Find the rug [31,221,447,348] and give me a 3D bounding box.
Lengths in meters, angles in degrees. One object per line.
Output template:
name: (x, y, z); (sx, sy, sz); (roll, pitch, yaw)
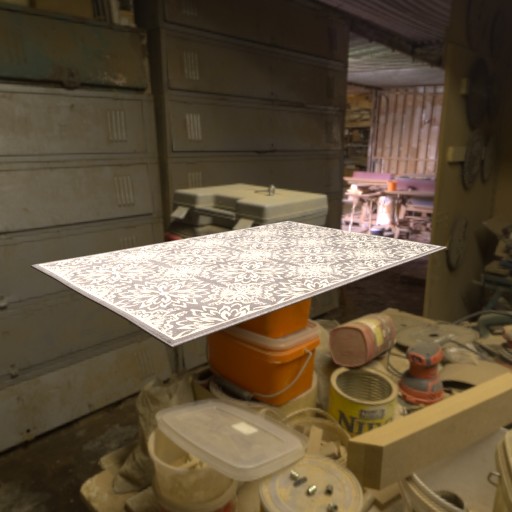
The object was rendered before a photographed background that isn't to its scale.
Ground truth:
rug: (0.000, 0.000, 2.335); (1.847, 0.012, 1.224); (-13, 19, -42)
